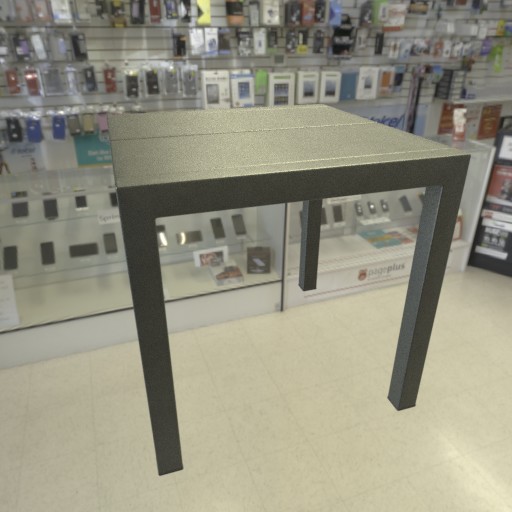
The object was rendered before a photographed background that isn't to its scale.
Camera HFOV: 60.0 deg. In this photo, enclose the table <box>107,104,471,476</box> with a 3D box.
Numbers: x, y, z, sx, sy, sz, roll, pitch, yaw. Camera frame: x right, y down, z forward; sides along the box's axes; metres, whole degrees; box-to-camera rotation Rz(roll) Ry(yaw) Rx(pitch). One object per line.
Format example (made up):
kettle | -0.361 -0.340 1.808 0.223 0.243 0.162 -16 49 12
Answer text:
table | 0.000 0.000 0.915 0.508 0.508 0.508 -8 28 -16
